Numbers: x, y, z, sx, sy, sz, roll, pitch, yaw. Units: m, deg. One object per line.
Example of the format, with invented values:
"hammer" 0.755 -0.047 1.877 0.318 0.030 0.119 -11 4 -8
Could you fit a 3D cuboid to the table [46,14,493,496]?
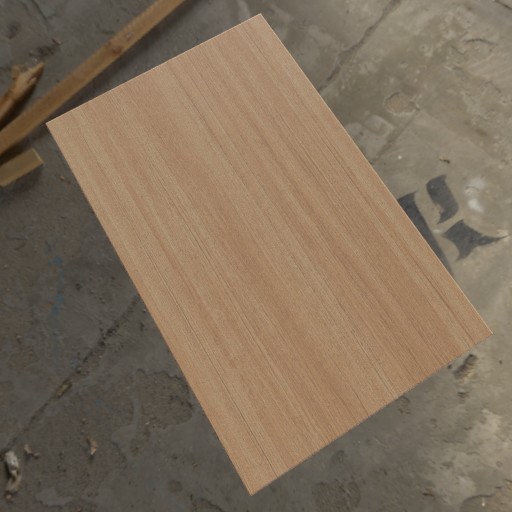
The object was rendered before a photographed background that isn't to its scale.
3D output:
"table" 0.000 0.000 1.516 0.700 0.734 1.100 -31 78 -7
